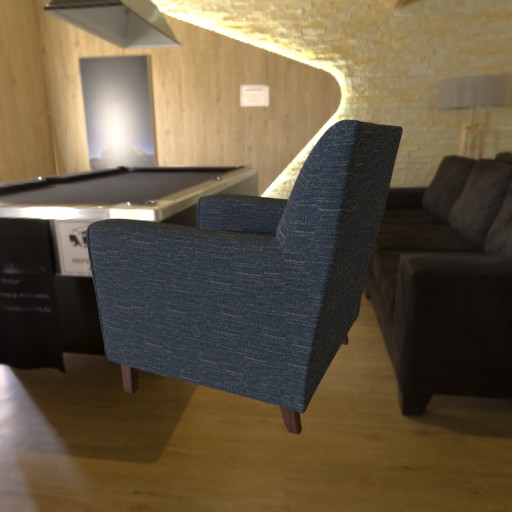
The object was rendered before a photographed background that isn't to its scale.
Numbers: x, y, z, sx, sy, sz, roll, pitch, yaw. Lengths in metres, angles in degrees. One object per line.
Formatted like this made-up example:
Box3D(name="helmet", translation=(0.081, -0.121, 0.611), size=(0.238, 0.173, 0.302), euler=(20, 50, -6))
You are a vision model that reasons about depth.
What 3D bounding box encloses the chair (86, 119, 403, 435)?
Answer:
Box3D(name="chair", translation=(0.000, 0.000, 1.633), size=(0.873, 0.928, 0.864), euler=(7, 17, 23))
